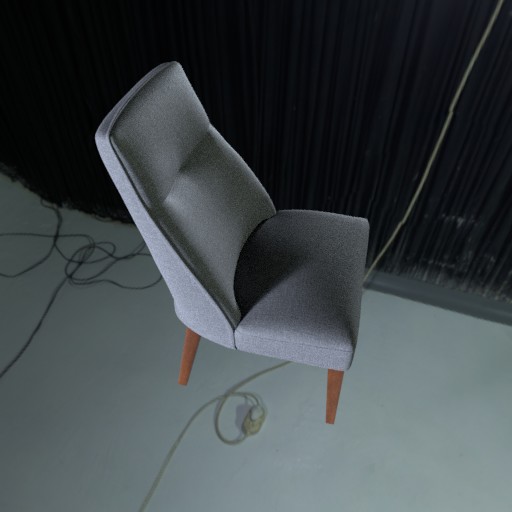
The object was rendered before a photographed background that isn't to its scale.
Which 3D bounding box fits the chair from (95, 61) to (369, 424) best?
[{"bbox_3d":[0.000,0.000,1.269,0.620,0.930,0.500,10,47,10],"label":"chair"}]
